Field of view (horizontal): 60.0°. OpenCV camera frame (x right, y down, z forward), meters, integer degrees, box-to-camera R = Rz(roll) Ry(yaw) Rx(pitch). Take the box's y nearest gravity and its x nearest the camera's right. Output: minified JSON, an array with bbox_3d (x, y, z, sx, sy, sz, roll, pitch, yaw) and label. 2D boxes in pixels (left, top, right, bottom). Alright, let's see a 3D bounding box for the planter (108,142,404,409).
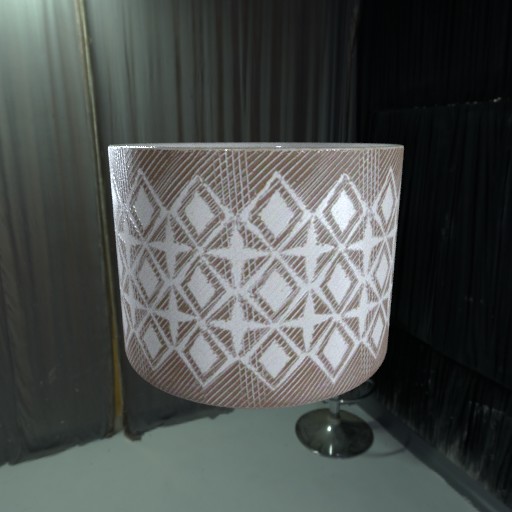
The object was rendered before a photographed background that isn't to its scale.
[{"bbox_3d":[0.000,0.000,0.213,0.126,0.104,0.126,0,15,0],"label":"planter"}]
